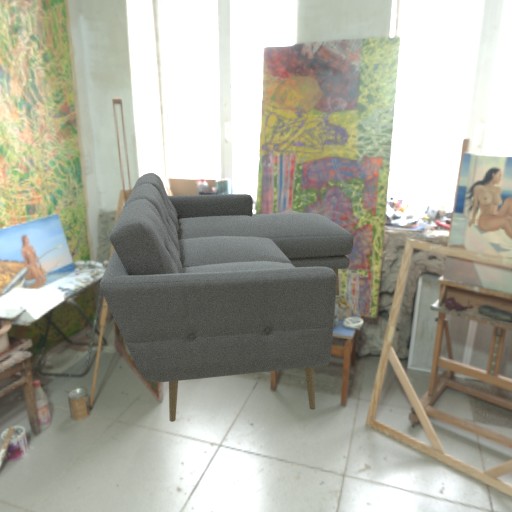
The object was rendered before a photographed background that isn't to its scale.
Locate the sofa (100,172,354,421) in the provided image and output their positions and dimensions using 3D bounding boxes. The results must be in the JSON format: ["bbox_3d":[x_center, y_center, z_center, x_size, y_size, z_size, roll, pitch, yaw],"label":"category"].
[{"bbox_3d":[0.000,0.000,2.720,1.530,0.860,2.040,-3,17,-10],"label":"sofa"}]
